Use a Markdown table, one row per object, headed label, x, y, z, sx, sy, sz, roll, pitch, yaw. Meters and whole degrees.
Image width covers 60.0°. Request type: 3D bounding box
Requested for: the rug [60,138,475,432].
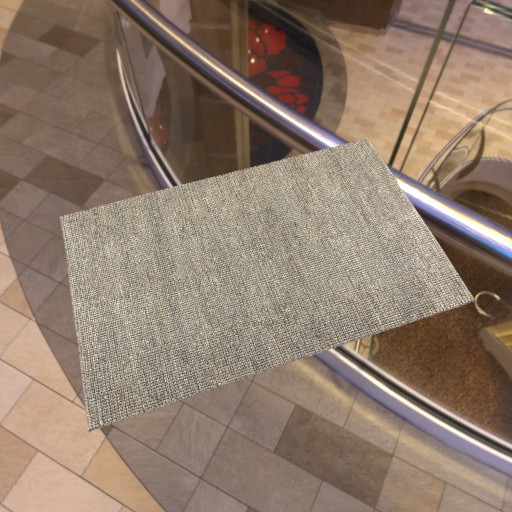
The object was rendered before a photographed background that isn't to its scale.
| label | x | y | z | sx | sy | sz | roll | pitch | yaw |
| --- | --- | --- | --- | --- | --- | --- | --- | --- | --- |
| rug | 0.000 | 0.000 | 2.990 | 2.443 | 0.021 | 1.538 | -16 | 60 | -10 |
